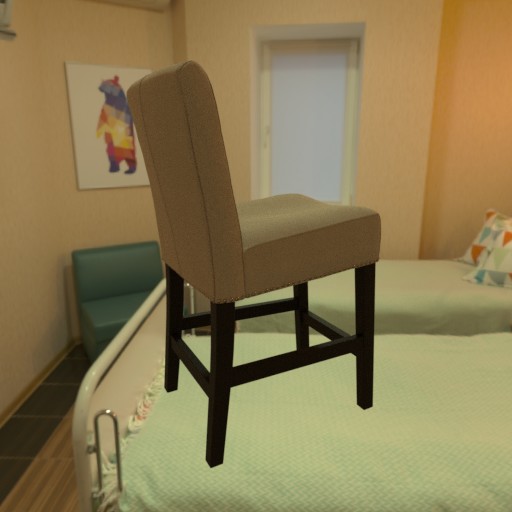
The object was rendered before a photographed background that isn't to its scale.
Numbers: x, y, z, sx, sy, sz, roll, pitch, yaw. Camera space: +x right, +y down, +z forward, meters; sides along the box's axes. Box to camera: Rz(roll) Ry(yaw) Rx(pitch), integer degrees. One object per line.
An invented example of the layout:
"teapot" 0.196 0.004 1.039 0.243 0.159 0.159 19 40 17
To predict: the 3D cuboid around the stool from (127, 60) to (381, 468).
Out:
"stool" 0.000 0.000 1.189 0.571 0.885 0.427 -8 17 -27
